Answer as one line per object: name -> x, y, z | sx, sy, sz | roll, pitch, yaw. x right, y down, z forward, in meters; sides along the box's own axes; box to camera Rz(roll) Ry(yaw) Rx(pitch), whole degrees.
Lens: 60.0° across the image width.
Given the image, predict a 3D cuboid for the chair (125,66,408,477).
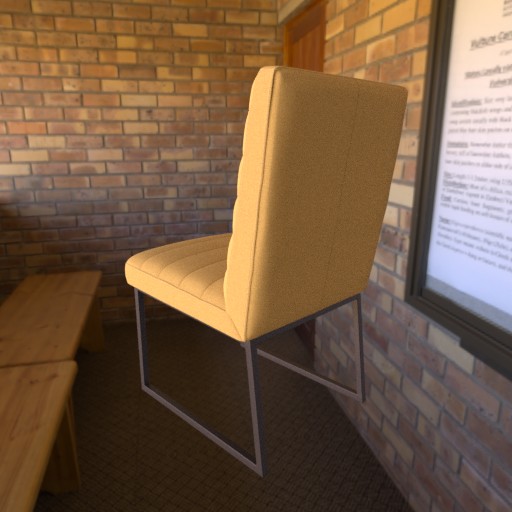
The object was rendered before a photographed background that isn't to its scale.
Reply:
chair -> 0.000, 0.000, 1.288 | 0.520, 0.930, 0.634 | -14, 21, -43
